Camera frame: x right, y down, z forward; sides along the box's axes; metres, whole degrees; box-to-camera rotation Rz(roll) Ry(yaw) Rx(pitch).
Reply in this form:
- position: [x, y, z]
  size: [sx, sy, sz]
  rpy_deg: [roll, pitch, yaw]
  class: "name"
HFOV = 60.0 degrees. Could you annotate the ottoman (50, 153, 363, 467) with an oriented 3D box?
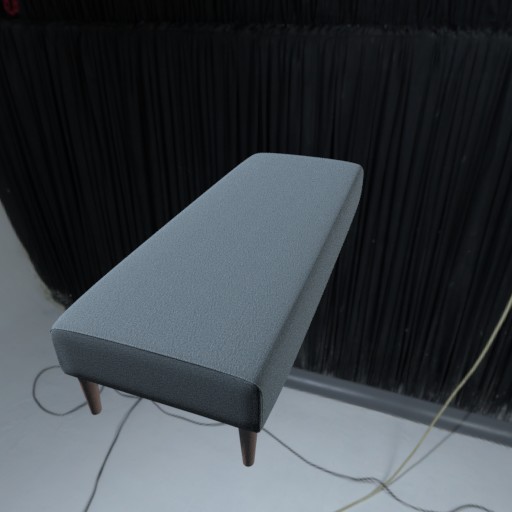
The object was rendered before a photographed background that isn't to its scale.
- position: [0.000, 0.000, 1.823]
  size: [0.646, 0.393, 1.609]
  rpy_deg: [10, 32, 17]
  class: "ottoman"
